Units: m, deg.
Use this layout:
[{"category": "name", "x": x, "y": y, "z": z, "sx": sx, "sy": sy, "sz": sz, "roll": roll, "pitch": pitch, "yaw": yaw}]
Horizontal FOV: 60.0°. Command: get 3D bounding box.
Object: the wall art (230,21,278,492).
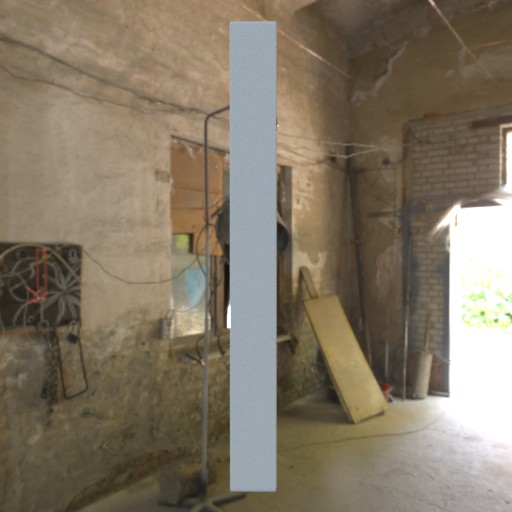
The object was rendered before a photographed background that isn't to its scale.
[{"category": "wall art", "x": 0.000, "y": 0.000, "z": 0.485, "sx": 0.039, "sy": 0.381, "sz": 0.252, "roll": 0, "pitch": 1, "yaw": 1}]
